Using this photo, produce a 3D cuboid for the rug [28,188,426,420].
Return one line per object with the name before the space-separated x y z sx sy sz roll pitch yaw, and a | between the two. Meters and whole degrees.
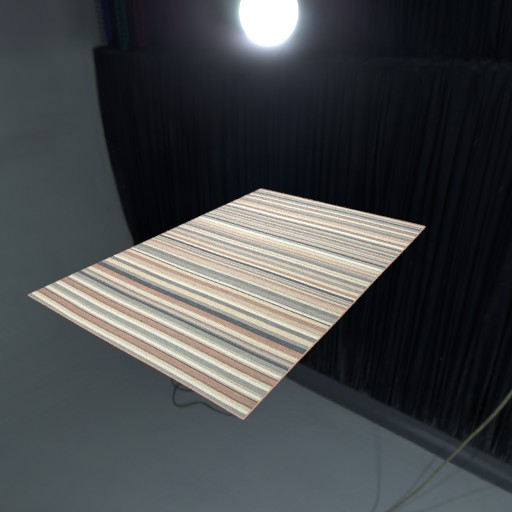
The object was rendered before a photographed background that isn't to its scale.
rug | 0.000 0.000 2.333 1.219 0.008 1.829 18 32 31
